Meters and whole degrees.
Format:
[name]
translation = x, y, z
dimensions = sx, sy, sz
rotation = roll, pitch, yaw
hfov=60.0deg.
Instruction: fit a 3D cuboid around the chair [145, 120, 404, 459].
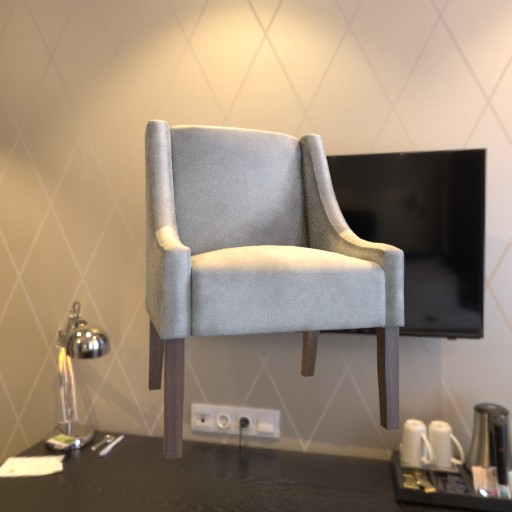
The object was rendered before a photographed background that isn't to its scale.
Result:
[chair]
translation = 0.000, 0.000, 1.335
dimensions = 0.629, 0.895, 0.629
rotation = 0, 0, -17
